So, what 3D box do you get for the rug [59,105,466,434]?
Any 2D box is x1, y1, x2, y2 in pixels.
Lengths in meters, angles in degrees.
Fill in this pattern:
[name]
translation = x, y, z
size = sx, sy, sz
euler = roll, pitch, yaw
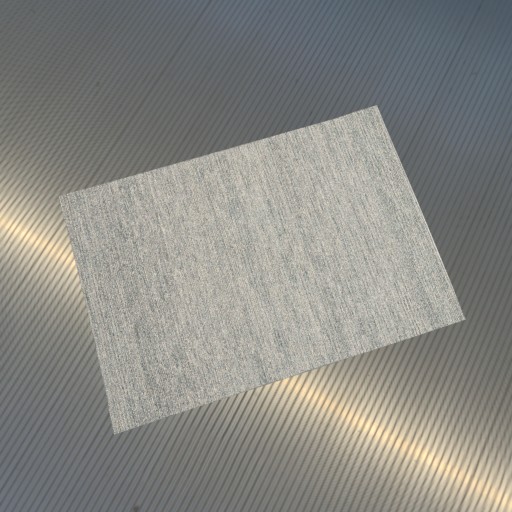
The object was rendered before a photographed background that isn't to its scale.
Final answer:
[rug]
translation = 0.000, 0.000, 2.942
size = 2.338, 0.030, 1.616
euler = -17, 77, -4
